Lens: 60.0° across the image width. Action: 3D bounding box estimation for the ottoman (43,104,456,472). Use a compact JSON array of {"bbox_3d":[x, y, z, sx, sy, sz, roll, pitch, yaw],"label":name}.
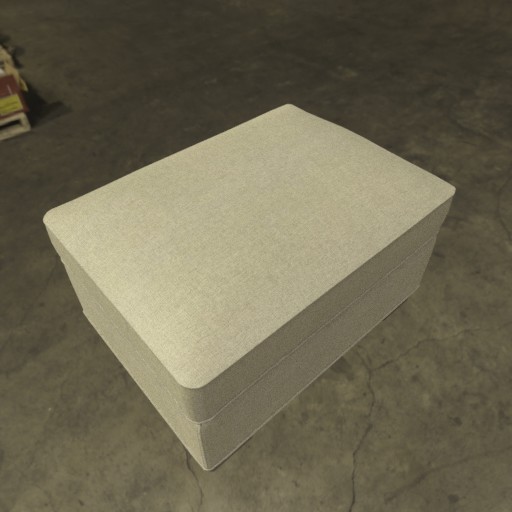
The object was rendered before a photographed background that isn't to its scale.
[{"bbox_3d":[0.000,0.000,1.219,0.843,0.504,0.619,-33,54,-27],"label":"ottoman"}]
